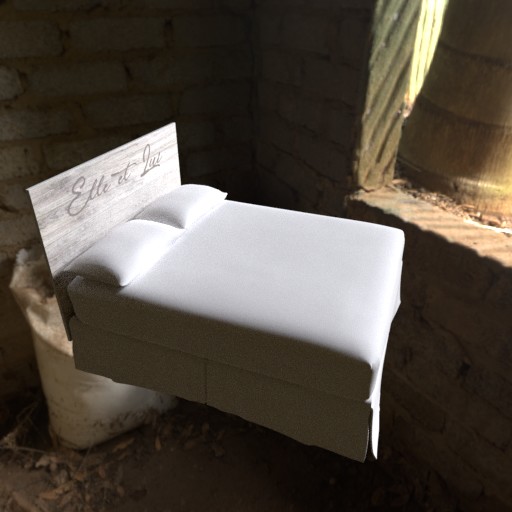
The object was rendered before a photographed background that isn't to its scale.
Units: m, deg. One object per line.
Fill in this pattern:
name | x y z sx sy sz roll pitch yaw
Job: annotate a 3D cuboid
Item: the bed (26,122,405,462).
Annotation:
bed | 0.000 0.000 3.149 2.094 1.335 1.745 11 32 18
